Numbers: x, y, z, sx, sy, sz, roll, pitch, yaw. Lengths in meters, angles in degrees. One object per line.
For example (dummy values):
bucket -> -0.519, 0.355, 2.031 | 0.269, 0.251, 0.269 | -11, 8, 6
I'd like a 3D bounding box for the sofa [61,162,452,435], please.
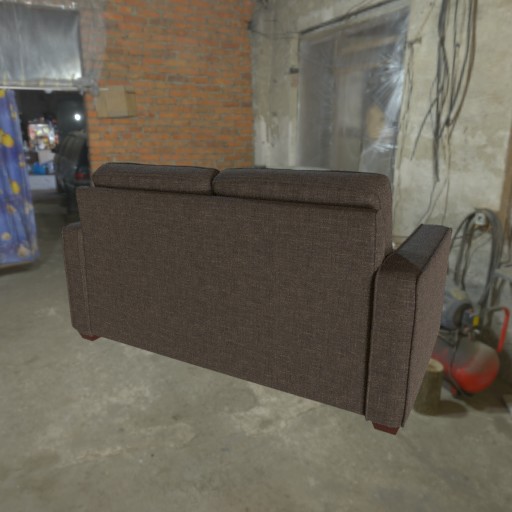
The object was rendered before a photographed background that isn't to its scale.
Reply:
sofa -> 0.000, 0.000, 2.203 | 1.709, 0.918, 0.947 | 8, 18, 28
